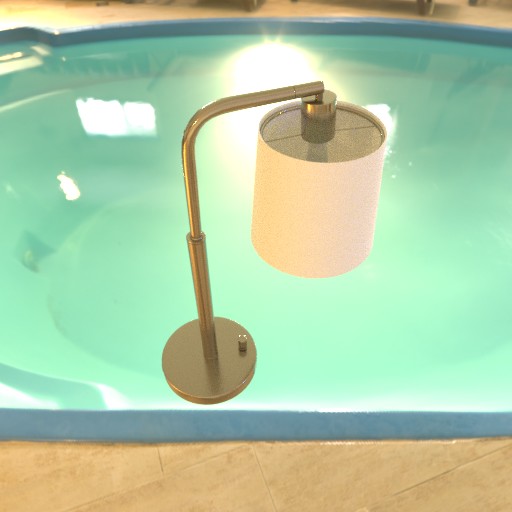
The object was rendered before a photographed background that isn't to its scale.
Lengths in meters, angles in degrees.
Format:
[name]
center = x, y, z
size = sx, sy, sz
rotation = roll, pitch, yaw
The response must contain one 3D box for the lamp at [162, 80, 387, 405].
[lamp]
center = 0.000, 0.000, 0.631
size = 0.333, 0.489, 0.171
rotation = -10, 45, -10
